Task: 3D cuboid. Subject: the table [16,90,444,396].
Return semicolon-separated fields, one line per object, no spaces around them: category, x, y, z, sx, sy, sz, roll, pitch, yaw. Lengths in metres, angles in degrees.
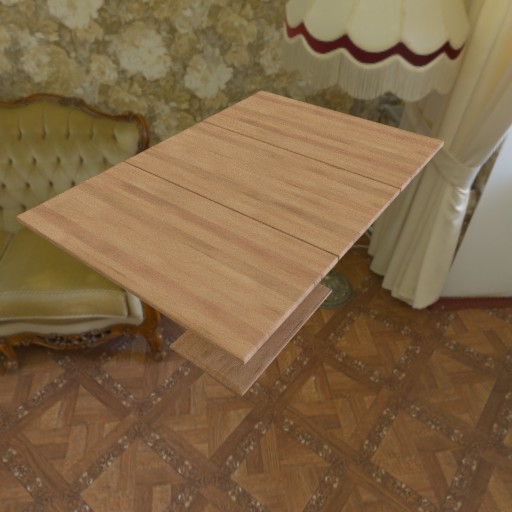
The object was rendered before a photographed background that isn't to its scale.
table;0.000;0.000;1.823;0.900;0.770;1.300;26;47;27
